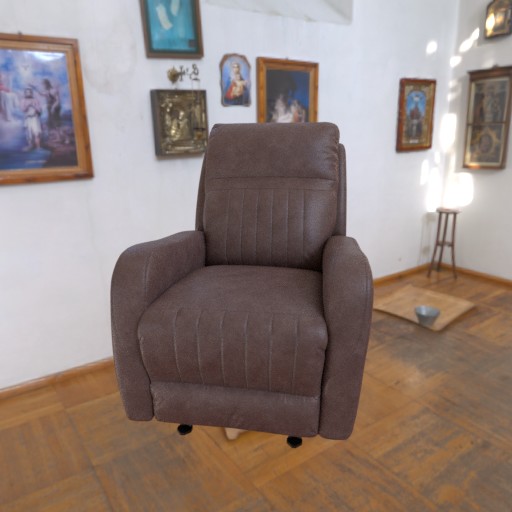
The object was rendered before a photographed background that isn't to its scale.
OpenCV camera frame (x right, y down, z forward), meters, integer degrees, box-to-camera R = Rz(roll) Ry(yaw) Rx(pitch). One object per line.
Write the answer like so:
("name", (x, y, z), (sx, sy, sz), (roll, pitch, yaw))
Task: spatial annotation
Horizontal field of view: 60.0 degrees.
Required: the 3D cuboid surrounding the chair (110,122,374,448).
("chair", (0.000, 0.000, 1.804), (0.865, 1.067, 1.067), (3, 15, 9))
